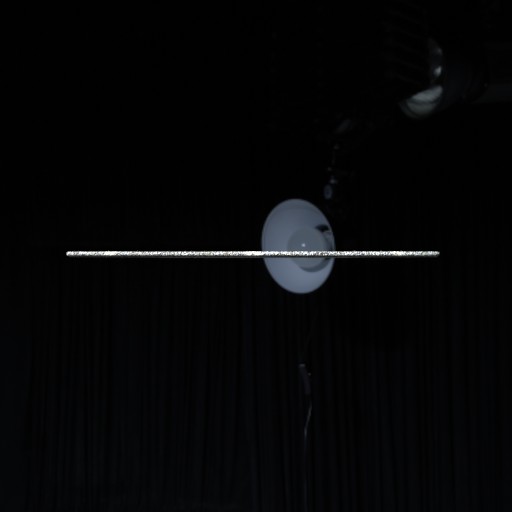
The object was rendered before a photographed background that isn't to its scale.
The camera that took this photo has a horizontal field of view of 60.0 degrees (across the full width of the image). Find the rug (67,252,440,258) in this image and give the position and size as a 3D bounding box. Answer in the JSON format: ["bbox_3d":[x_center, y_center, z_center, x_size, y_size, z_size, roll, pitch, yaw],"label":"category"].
[{"bbox_3d":[0.000,0.000,3.463,1.801,0.026,2.701,0,0,1],"label":"rug"}]
